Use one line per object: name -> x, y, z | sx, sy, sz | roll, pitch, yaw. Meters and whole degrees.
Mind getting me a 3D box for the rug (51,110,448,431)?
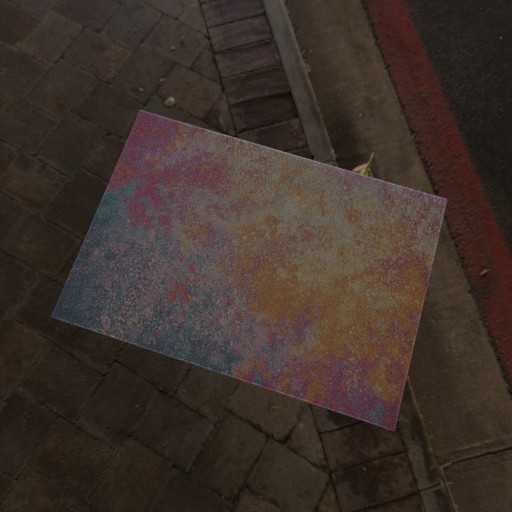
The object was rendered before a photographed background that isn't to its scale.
rug -> 0.000, 0.000, 3.760 | 2.896, 0.013, 2.007 | 17, 77, 4
